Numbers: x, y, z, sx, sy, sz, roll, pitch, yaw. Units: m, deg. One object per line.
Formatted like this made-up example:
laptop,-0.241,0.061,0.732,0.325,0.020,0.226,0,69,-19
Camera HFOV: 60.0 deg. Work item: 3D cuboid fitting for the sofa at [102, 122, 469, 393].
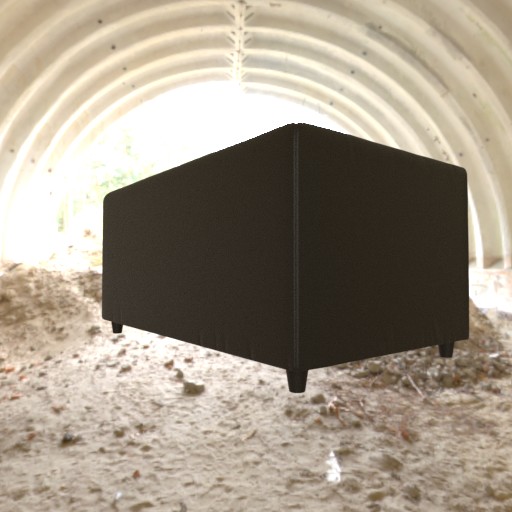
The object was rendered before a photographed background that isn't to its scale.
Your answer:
sofa,0.000,0.000,1.878,0.845,0.735,1.410,1,-2,-38
